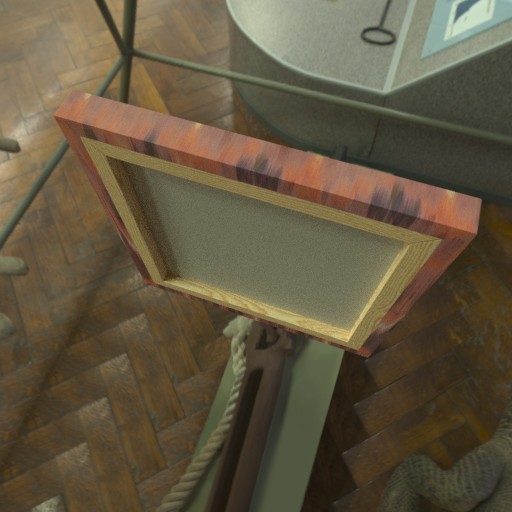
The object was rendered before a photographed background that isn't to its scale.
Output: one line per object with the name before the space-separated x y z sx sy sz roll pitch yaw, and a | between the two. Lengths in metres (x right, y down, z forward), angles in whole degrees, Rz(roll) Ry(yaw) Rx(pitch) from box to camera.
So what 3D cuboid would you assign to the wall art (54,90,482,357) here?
wall art | 0.000 0.000 0.587 0.403 0.406 0.038 17 64 9
